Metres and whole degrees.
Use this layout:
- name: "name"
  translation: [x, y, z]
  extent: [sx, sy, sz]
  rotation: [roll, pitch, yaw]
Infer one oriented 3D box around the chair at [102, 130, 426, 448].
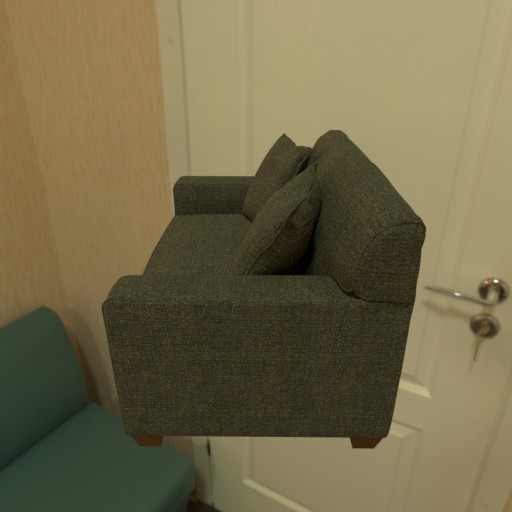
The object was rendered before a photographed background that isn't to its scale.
- name: "chair"
  translation: [0.000, 0.000, 2.017]
  extent: [1.000, 0.948, 1.383]
  rotation: [0, 26, 1]
